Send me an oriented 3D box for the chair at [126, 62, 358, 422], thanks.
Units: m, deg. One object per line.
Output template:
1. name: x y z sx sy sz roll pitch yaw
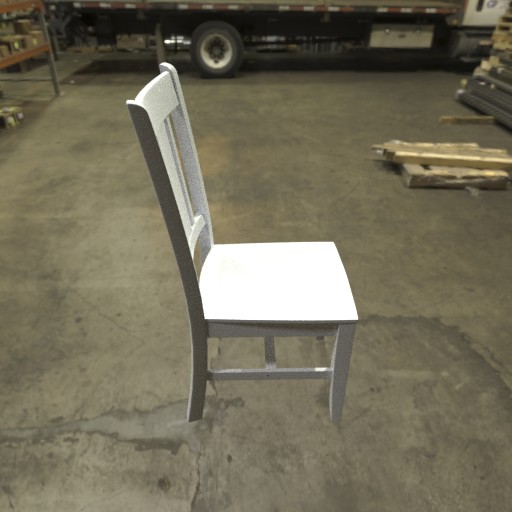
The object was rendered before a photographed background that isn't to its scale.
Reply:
1. chair: 0.000 0.000 1.318 0.555 0.998 0.450 -1 33 -1
